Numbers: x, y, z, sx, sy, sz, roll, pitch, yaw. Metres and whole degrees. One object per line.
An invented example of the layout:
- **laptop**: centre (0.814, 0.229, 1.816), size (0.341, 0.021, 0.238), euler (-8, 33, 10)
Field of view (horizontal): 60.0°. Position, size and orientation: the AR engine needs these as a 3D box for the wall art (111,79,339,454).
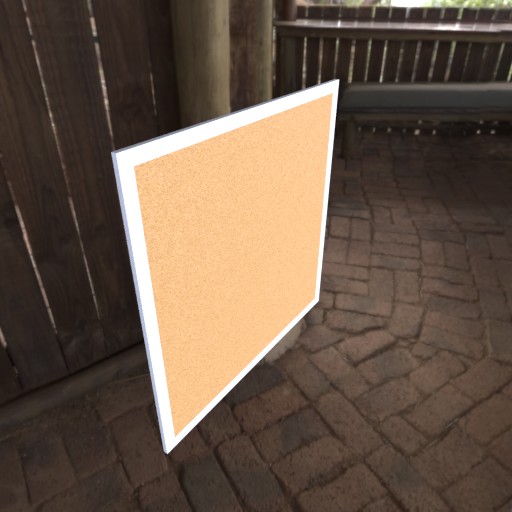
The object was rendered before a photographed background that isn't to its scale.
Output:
- **wall art**: centre (0.000, 0.000, 0.849), size (0.009, 0.559, 0.558), euler (21, 37, 30)
